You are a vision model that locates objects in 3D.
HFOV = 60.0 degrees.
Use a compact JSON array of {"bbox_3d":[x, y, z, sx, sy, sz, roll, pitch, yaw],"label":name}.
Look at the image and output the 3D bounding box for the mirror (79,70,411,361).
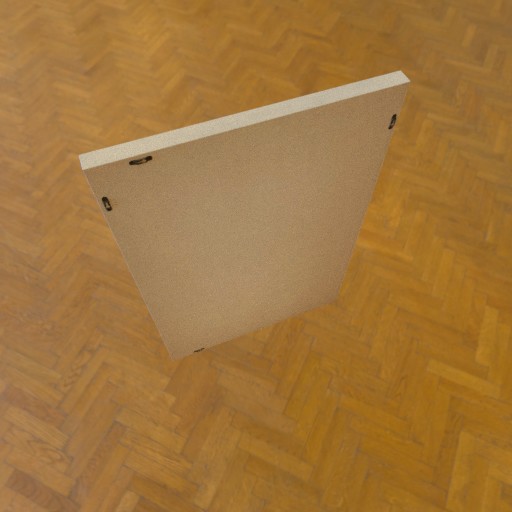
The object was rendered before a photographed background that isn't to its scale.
[{"bbox_3d":[0.000,0.000,1.162,0.609,0.915,0.041,-18,60,-11],"label":"mirror"}]
